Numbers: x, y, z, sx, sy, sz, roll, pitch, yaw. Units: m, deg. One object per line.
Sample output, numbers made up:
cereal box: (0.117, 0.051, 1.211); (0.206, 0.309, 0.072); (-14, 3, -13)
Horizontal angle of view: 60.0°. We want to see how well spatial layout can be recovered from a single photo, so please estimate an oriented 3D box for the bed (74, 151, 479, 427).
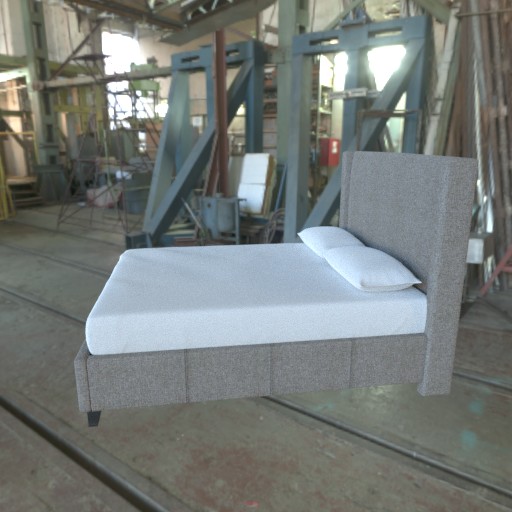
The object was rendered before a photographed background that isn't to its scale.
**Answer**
bed: (0.000, 0.000, 3.279); (2.245, 1.481, 1.714); (-2, 15, -8)
